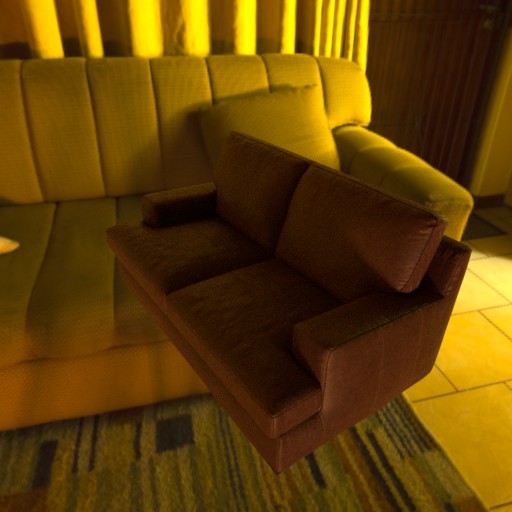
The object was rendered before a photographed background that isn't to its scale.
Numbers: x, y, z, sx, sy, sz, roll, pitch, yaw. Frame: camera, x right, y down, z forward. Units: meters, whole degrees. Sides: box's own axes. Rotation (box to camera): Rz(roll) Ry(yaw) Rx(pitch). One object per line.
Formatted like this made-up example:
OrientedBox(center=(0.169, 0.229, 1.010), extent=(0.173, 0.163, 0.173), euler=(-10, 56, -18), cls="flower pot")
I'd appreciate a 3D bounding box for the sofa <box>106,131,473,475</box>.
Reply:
OrientedBox(center=(0.000, 0.000, 2.480), extent=(1.143, 0.939, 1.880), euler=(-20, 36, -30), cls="sofa")
